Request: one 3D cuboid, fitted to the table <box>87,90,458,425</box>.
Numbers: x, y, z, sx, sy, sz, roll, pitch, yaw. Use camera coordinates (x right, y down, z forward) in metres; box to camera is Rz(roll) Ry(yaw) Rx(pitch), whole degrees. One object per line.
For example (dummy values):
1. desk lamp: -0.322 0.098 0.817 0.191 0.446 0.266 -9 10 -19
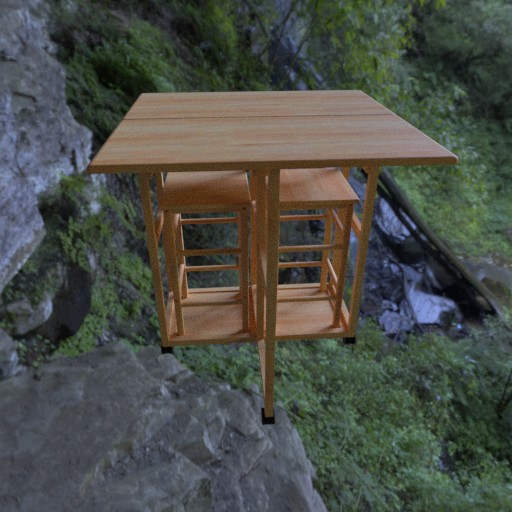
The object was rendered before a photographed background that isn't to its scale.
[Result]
1. table: 0.000 0.000 1.354 0.752 0.832 0.693 -2 31 -4
